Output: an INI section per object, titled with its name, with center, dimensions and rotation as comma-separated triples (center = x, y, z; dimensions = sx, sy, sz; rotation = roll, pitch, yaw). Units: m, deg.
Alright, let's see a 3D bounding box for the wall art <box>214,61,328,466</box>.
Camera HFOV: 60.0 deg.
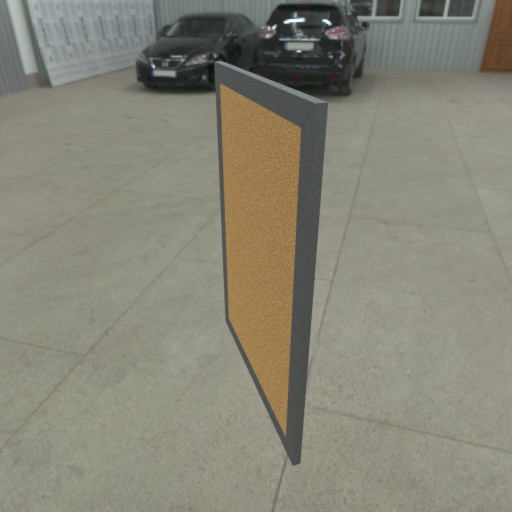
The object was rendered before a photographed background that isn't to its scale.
[wall art]
center = 0.000, 0.000, 0.705
dimensions = 0.013, 0.534, 0.380
rotation = -10, 31, -17
